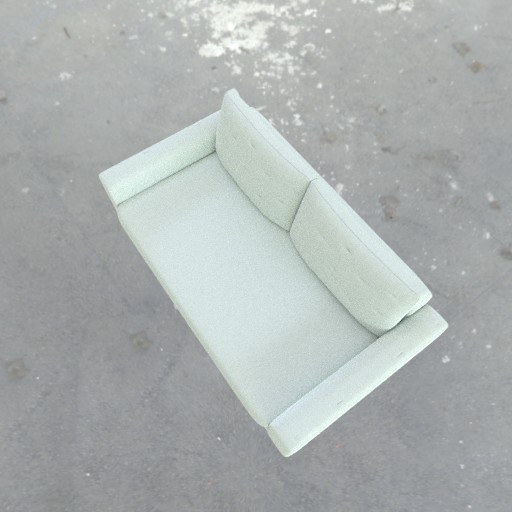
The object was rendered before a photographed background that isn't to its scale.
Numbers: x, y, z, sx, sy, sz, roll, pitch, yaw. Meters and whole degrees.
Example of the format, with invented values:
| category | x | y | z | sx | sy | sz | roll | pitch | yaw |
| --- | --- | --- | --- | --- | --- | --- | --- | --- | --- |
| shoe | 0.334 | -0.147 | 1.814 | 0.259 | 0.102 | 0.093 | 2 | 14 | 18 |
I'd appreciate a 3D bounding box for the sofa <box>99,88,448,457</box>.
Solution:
| category | x | y | z | sx | sy | sz | roll | pitch | yaw |
| --- | --- | --- | --- | --- | --- | --- | --- | --- | --- |
| sofa | 0.000 | 0.000 | 2.216 | 0.920 | 0.790 | 1.650 | -33 | 68 | -15 |
